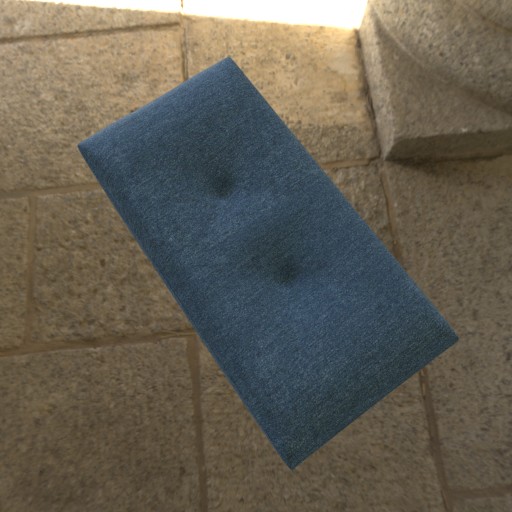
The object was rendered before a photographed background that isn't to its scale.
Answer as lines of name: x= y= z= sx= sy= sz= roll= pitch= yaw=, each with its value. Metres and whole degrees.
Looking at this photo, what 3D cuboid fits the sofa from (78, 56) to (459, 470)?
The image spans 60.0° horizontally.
sofa: x=0.000 y=0.000 z=1.200 sx=0.480 sy=0.470 sz=0.930 roll=-34 pitch=77 yaw=-9
